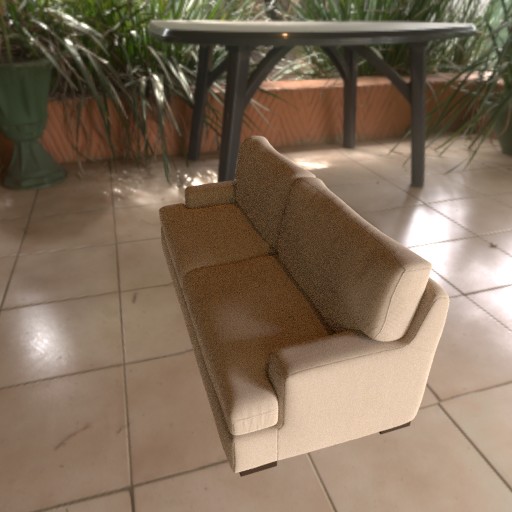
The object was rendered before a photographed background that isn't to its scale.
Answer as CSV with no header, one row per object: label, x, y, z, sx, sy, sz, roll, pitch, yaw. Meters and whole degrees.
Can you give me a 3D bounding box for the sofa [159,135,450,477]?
sofa,0.000,0.000,2.638,0.929,0.925,2.147,-9,31,-16
